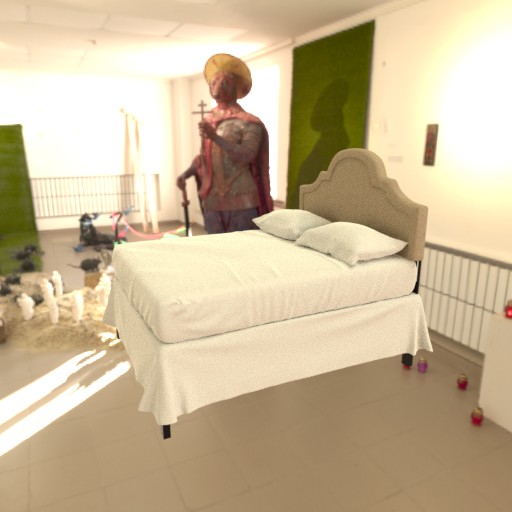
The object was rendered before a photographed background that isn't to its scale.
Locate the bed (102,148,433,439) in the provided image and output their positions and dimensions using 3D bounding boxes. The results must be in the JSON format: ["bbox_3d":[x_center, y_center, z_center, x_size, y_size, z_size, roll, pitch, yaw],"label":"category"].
[{"bbox_3d":[0.000,0.000,3.498,2.222,1.634,1.780,-7,17,-26],"label":"bed"}]
